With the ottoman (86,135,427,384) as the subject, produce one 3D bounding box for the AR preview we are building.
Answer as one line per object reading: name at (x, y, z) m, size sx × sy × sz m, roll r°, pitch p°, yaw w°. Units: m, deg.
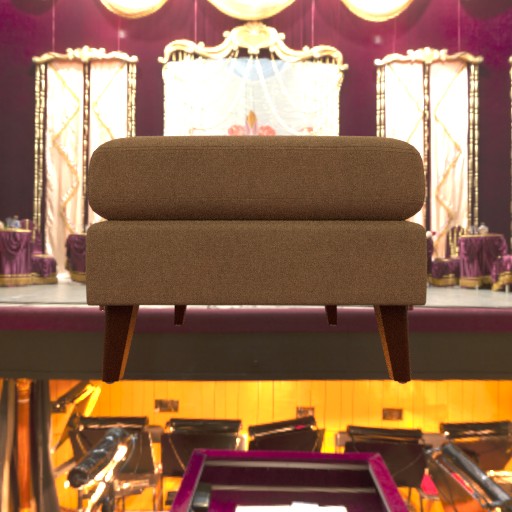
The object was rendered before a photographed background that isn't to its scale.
ottoman at (0.000, 0.000, 1.179) m, size 0.610 × 0.478 × 0.823 m, roll 0°, pitch -1°, yaw 0°
